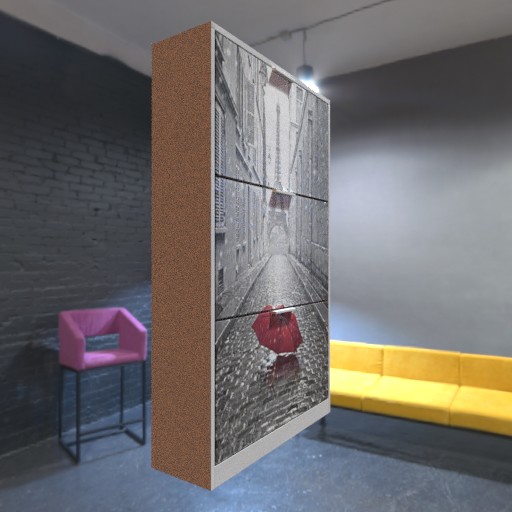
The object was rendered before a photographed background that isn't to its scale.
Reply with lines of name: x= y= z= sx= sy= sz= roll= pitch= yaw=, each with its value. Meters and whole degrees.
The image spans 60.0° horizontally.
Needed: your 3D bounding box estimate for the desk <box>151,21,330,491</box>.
desk: x=0.000 y=0.000 z=1.577 sx=0.250 sy=1.280 sz=0.750 roll=0 pitch=0 yaw=35
